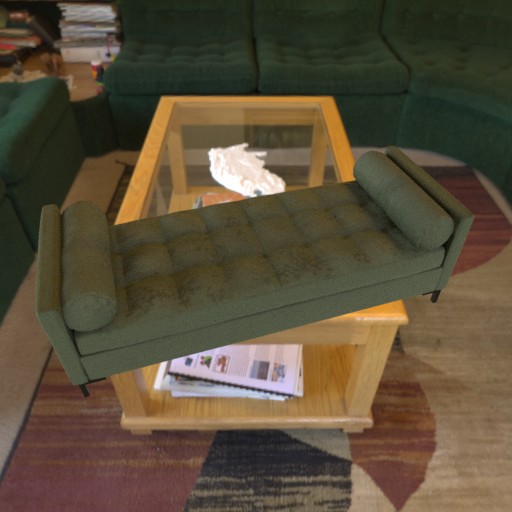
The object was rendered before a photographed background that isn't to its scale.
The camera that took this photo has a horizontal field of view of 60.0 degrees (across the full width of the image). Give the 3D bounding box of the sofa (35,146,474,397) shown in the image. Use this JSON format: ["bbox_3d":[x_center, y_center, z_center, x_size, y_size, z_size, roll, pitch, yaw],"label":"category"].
[{"bbox_3d":[0.000,0.000,2.483,2.130,0.681,0.817,-12,44,-13],"label":"sofa"}]
